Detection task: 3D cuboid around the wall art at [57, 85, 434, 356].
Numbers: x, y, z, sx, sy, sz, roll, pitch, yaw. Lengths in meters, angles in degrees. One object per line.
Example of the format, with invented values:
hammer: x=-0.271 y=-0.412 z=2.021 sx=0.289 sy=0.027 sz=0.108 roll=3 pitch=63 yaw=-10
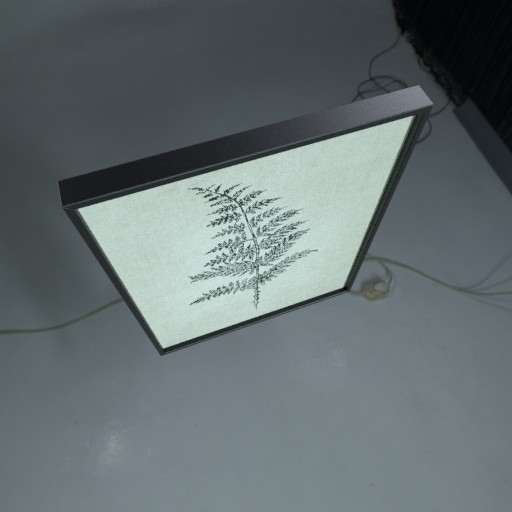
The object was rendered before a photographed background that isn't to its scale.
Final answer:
wall art: x=0.000 y=0.000 z=0.756 sx=0.449 sy=0.555 sz=0.039 roll=-18 pitch=63 yaw=-9
